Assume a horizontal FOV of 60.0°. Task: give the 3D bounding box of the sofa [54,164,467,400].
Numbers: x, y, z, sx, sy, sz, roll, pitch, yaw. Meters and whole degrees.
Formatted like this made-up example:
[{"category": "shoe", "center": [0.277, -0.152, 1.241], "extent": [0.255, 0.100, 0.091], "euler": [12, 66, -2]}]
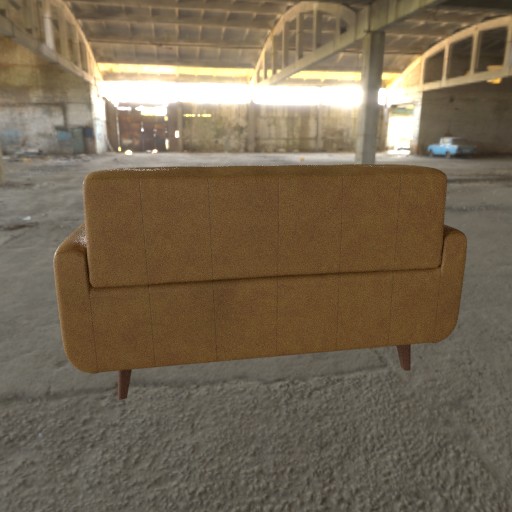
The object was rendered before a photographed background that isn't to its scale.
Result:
[{"category": "sofa", "center": [0.000, 0.000, 2.200], "extent": [1.651, 0.925, 0.952], "euler": [-3, 16, -10]}]
